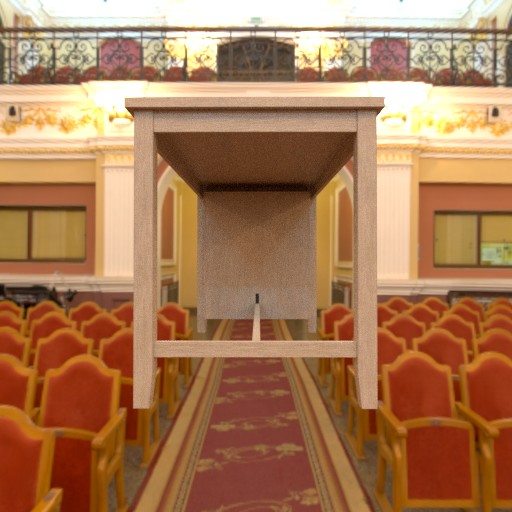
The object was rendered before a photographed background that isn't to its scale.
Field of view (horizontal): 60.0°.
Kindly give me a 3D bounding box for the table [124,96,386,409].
[{"bbox_3d":[0.000,0.000,1.930,0.729,0.874,1.397,0,-1,0],"label":"table"}]
